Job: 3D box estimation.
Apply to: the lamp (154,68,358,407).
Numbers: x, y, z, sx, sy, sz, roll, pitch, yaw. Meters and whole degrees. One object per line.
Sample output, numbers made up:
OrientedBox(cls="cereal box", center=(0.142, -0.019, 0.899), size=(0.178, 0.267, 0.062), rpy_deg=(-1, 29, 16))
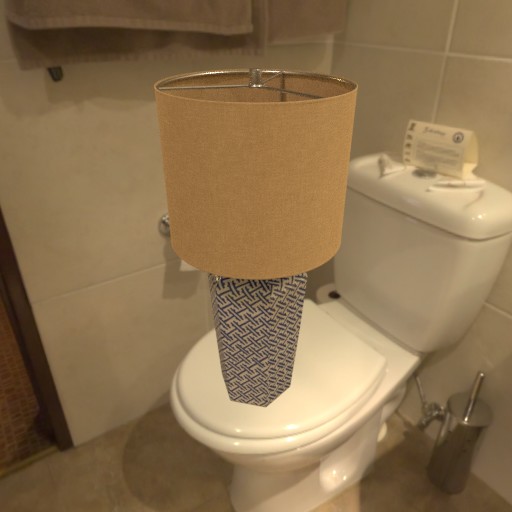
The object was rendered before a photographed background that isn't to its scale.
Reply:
OrientedBox(cls="lamp", center=(0.000, 0.000, 0.870), size=(0.320, 0.682, 0.320), rpy_deg=(9, 31, 16))
